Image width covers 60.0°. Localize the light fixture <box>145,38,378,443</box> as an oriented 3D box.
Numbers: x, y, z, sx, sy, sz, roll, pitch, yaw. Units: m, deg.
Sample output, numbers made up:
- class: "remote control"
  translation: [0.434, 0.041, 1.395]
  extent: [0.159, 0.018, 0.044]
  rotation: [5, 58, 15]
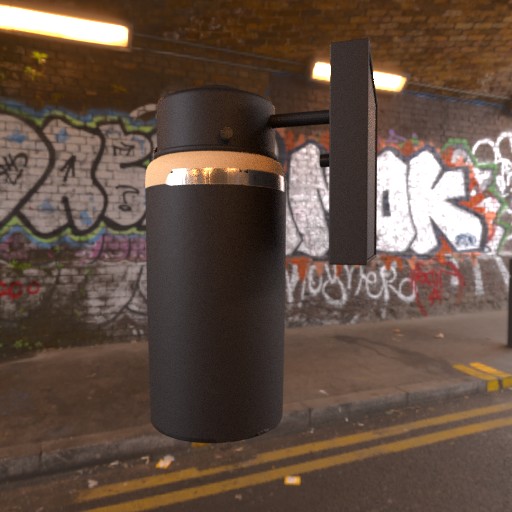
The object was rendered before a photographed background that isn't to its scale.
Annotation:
- class: "light fixture"
  translation: [0.000, 0.000, 0.344]
  extent: [0.176, 0.257, 0.130]
  rotation: [1, 2, 17]
